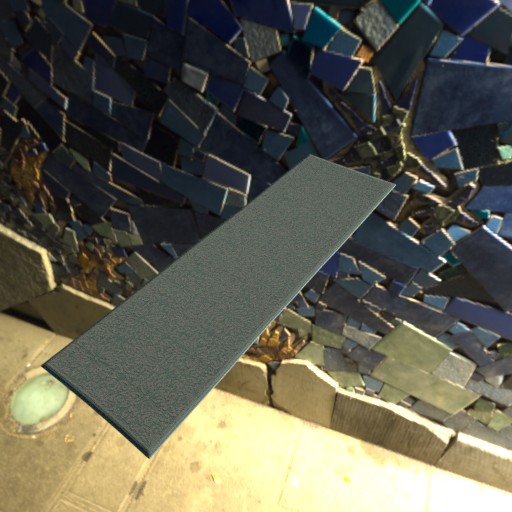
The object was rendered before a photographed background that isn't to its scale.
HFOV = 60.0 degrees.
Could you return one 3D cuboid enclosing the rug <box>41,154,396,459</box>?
[{"bbox_3d":[0.000,0.000,2.391,0.662,0.011,2.196,26,49,26],"label":"rug"}]
